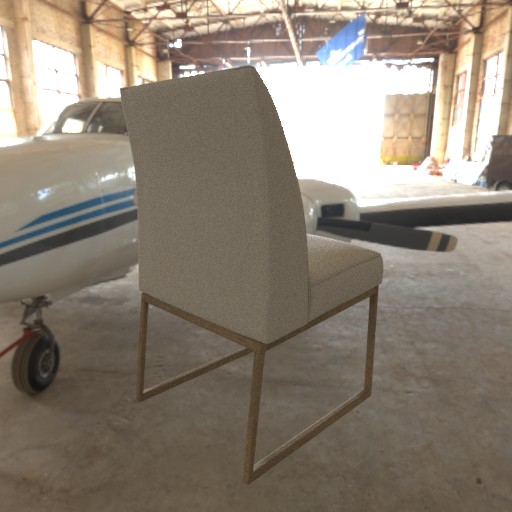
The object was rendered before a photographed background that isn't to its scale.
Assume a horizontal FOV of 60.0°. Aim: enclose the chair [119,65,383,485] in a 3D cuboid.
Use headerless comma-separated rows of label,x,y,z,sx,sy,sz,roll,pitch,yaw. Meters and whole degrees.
chair,0.000,0.000,1.209,0.522,0.863,0.508,-13,19,-43
